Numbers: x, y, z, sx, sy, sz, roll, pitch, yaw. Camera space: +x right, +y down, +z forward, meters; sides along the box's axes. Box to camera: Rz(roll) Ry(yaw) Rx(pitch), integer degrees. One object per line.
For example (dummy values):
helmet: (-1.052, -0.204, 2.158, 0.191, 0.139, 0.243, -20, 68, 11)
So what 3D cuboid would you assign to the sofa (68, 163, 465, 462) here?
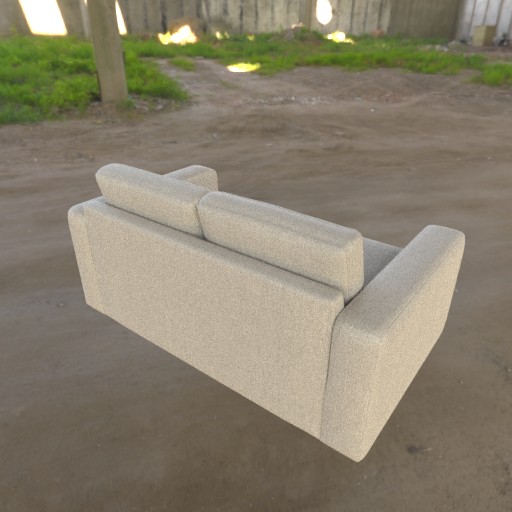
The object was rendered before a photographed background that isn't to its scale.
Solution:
sofa: (0.000, 0.000, 1.999, 1.540, 0.800, 0.900, 20, 35, 32)
